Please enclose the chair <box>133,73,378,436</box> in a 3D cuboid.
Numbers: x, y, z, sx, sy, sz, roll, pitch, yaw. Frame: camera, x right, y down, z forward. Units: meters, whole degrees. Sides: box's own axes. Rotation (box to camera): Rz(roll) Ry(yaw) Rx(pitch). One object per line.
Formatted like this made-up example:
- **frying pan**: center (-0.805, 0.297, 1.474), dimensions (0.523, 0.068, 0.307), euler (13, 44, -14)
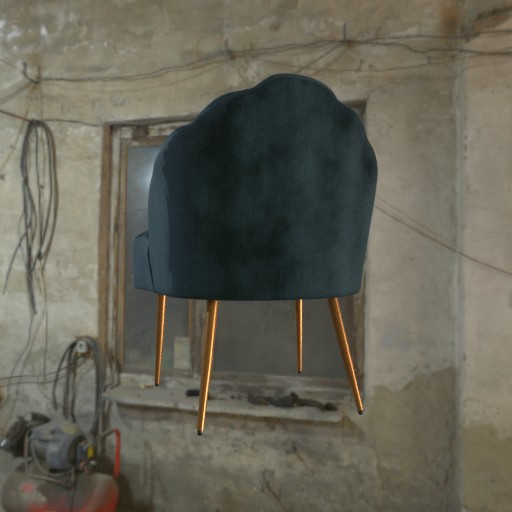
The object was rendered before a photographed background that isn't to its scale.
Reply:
- **chair**: center (0.000, 0.000, 1.275), dimensions (0.657, 0.819, 0.599), euler (0, -1, -20)
